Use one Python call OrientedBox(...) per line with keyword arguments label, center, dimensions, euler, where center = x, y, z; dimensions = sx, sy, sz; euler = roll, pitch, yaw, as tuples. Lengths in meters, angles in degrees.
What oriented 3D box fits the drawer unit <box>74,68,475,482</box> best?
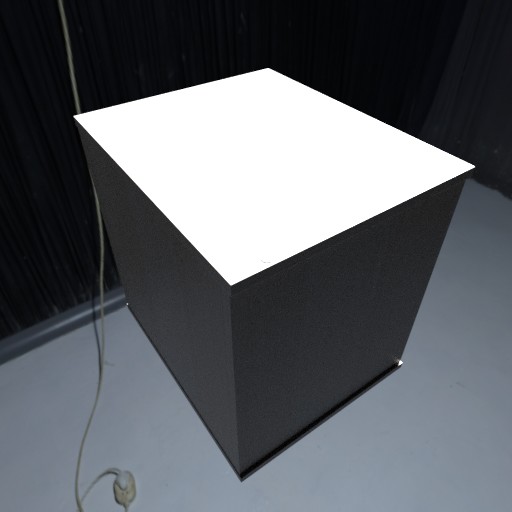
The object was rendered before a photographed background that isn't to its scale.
OrientedBox(label="drawer unit", center=(0.000, 0.000, 0.601), dimensions=(0.290, 0.344, 0.349), euler=(-25, 47, -26))
